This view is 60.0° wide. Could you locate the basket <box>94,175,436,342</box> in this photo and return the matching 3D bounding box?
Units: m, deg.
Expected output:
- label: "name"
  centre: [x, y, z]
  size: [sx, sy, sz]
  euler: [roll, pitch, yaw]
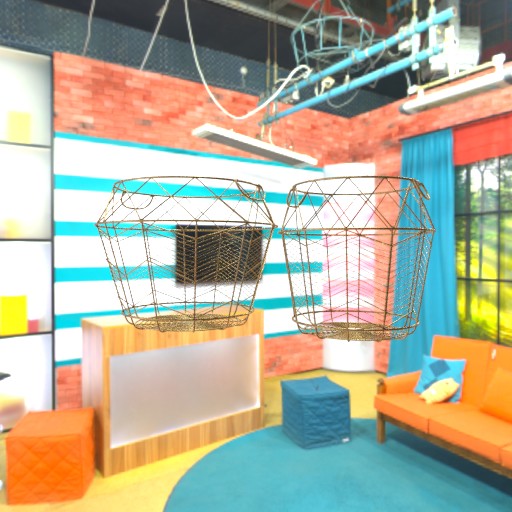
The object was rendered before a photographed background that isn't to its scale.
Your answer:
- label: "basket"
  centre: [0.000, 0.000, 1.067]
  size: [0.805, 0.343, 0.451]
  euler: [0, 1, 17]
